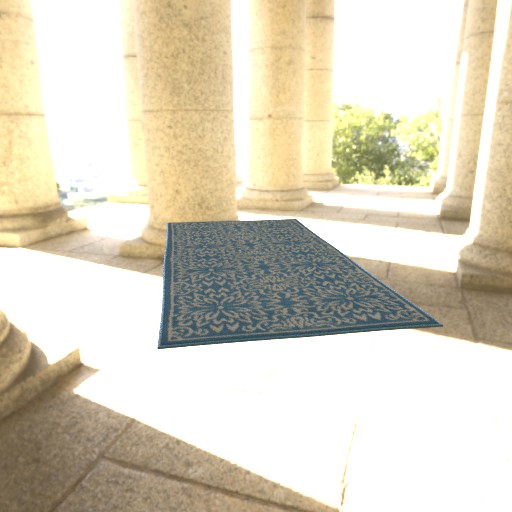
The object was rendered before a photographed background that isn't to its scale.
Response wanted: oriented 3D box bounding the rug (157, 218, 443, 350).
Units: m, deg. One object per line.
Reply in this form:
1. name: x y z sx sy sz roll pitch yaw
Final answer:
1. rug: 0.000 0.000 1.479 0.604 0.007 1.219 -3 16 -10
